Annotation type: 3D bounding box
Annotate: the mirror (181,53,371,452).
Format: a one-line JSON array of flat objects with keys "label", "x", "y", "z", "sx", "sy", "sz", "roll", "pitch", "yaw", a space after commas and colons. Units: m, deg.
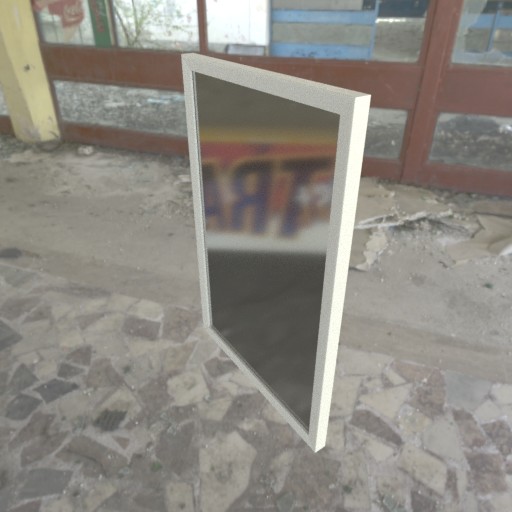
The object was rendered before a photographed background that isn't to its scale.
[{"label": "mirror", "x": 0.000, "y": 0.000, "z": 1.166, "sx": 0.041, "sy": 0.914, "sz": 0.609, "roll": -20, "pitch": 37, "yaw": -29}]
